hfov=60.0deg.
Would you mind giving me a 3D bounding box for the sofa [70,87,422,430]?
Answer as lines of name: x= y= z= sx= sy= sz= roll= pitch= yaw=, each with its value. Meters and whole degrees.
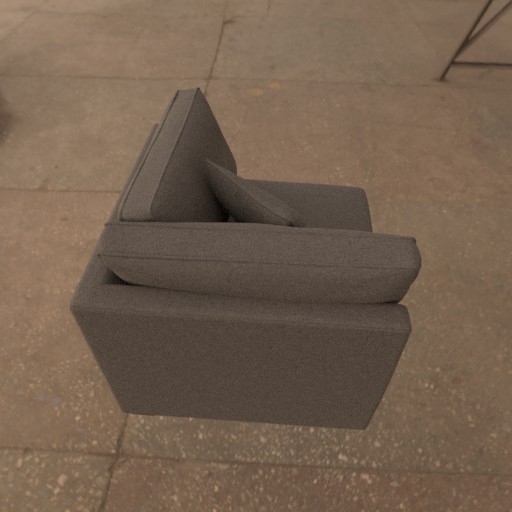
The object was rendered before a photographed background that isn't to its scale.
sofa: x=0.000 y=0.000 z=1.953 sx=1.084 sy=1.002 sz=1.146 roll=3 pitch=47 yaw=3
